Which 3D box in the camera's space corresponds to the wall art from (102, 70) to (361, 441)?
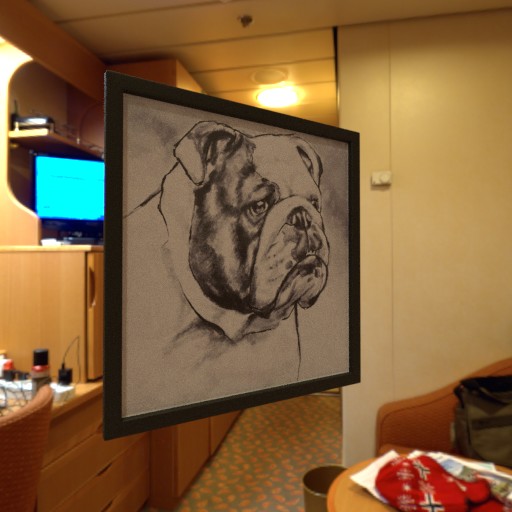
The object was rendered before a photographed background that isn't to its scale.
[{"bbox_3d":[0.000,0.000,0.982,0.663,0.659,0.016,1,-1,-35],"label":"wall art"}]
